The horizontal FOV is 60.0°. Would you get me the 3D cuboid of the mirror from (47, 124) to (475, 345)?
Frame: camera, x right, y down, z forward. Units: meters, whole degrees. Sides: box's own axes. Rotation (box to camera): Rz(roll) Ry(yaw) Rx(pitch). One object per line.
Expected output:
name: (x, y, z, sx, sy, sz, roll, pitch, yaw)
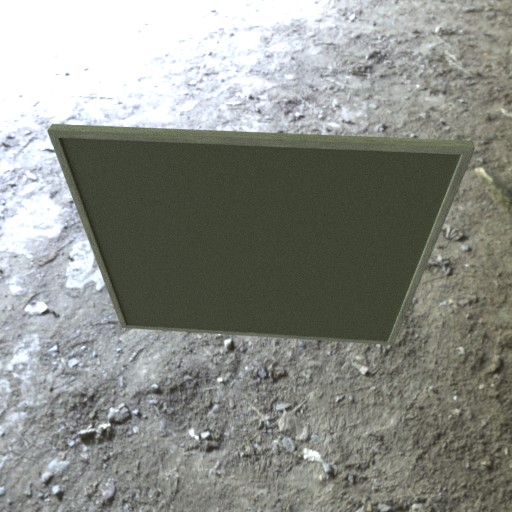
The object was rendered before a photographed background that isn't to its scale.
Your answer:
mirror: (0.000, 0.000, 1.121, 0.839, 0.689, 0.028, 3, 46, 3)
